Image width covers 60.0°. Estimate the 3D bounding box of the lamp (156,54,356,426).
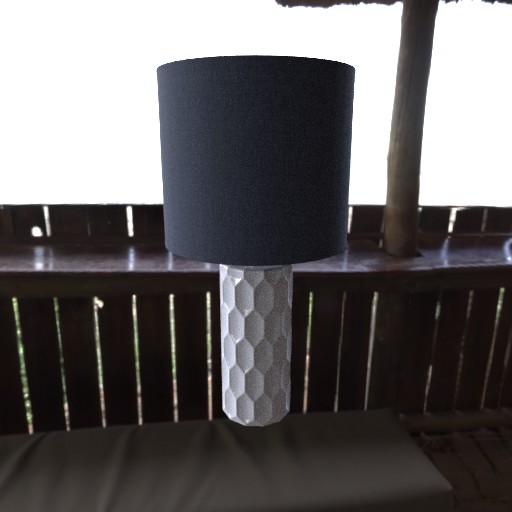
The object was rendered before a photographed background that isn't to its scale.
[{"bbox_3d":[0.000,0.000,0.694,0.277,0.537,0.277,-8,17,-26],"label":"lamp"}]
